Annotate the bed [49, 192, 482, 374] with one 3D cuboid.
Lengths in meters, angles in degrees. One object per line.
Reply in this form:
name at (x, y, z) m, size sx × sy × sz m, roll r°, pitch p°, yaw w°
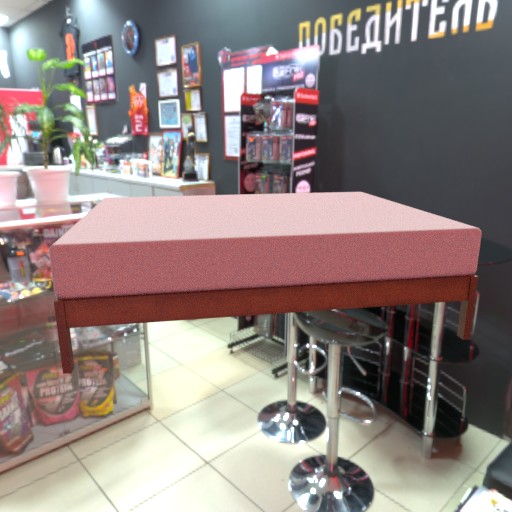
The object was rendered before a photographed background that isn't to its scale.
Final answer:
bed at (0.000, 0.000, 2.820) m, size 2.050 × 0.593 × 1.529 m, roll -3°, pitch 16°, yaw -10°
